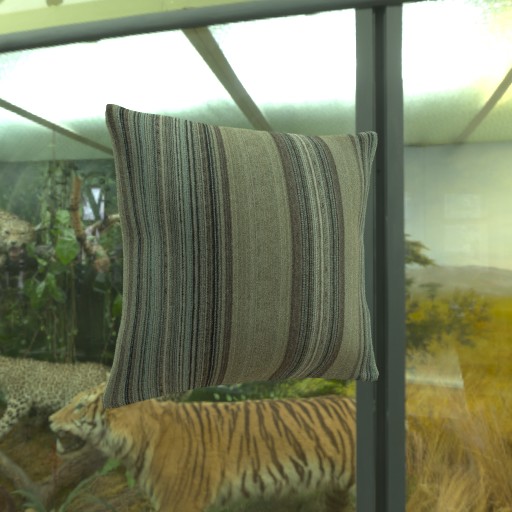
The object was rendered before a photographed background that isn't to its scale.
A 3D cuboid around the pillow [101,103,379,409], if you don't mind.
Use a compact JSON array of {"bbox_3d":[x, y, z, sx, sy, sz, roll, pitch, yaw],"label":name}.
[{"bbox_3d":[0.000,0.000,0.663,0.435,0.416,0.189,0,-1,-19],"label":"pillow"}]
